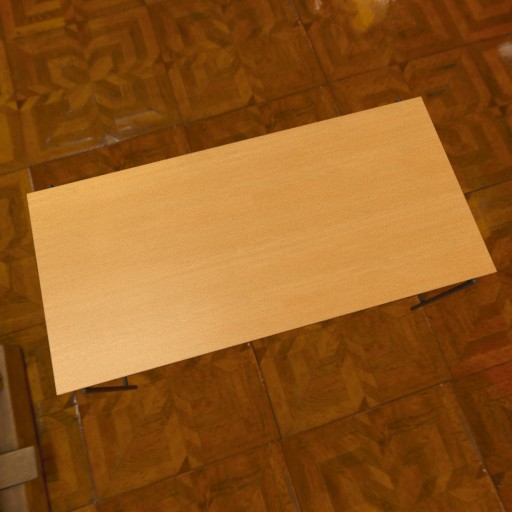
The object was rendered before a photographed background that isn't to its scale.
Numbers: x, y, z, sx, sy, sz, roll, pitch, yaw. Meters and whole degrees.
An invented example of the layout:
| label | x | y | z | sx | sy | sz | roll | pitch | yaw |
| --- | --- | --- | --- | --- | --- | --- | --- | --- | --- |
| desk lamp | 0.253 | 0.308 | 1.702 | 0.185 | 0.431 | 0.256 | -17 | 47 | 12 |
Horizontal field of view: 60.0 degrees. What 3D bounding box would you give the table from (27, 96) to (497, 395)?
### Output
| label | x | y | z | sx | sy | sz | roll | pitch | yaw |
| --- | --- | --- | --- | --- | --- | --- | --- | --- | --- |
| table | 0.000 | 0.000 | 2.215 | 1.800 | 0.758 | 0.900 | -15 | 75 | -4 |
